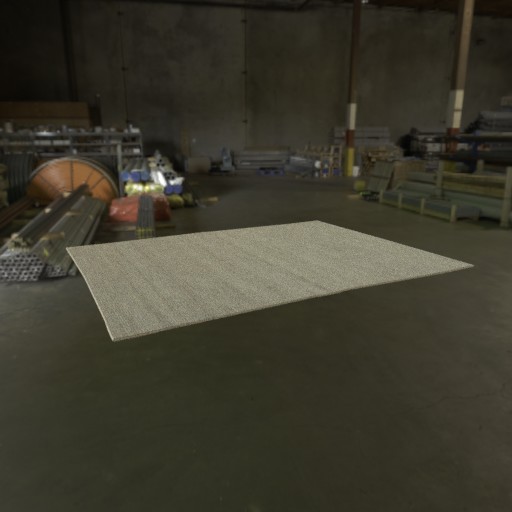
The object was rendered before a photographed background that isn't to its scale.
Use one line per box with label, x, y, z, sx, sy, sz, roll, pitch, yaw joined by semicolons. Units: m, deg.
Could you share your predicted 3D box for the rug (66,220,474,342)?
rug;0.000;0.000;4.884;3.626;0.051;2.757;-8;17;-27
